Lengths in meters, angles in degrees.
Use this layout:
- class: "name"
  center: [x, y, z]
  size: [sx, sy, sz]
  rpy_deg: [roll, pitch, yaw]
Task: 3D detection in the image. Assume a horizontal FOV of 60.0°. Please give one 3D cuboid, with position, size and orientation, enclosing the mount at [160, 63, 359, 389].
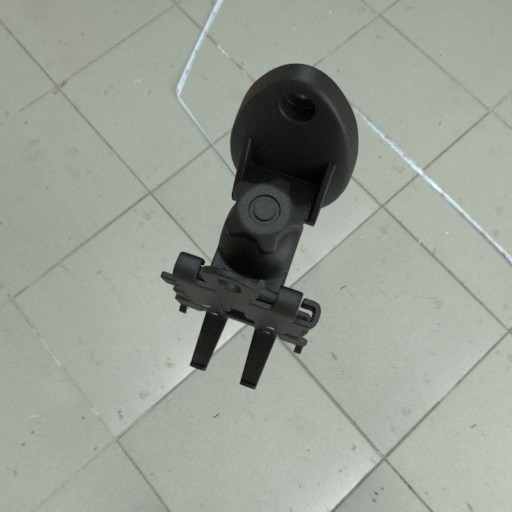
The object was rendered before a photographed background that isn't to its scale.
- class: "mount"
  center: [0.000, 0.000, 0.178]
  size: [0.066, 0.118, 0.100]
  rpy_deg: [19, 76, 5]
